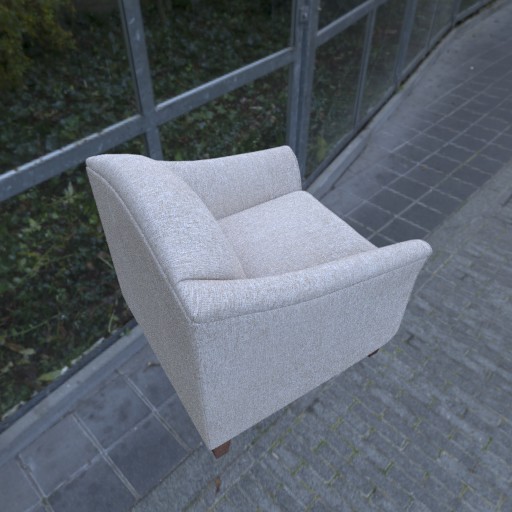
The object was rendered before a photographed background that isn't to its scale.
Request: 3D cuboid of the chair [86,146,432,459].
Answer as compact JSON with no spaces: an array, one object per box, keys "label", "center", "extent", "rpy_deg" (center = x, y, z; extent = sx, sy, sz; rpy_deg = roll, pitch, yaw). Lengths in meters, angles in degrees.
[{"label":"chair","center":[0.000,0.000,1.472],"extent":[0.787,0.839,0.763],"rpy_deg":[-23,46,-24]}]
